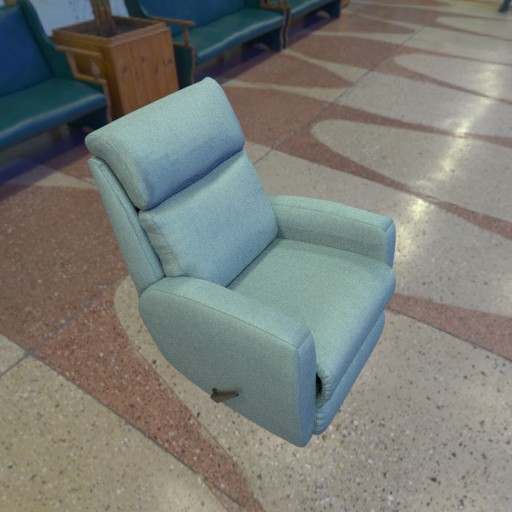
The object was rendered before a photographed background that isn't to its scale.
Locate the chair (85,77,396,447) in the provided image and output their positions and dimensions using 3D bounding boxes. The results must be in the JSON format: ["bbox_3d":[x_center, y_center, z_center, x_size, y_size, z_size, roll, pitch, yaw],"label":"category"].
[{"bbox_3d":[0.000,0.000,1.650,0.940,1.013,0.812,24,46,25],"label":"chair"}]
